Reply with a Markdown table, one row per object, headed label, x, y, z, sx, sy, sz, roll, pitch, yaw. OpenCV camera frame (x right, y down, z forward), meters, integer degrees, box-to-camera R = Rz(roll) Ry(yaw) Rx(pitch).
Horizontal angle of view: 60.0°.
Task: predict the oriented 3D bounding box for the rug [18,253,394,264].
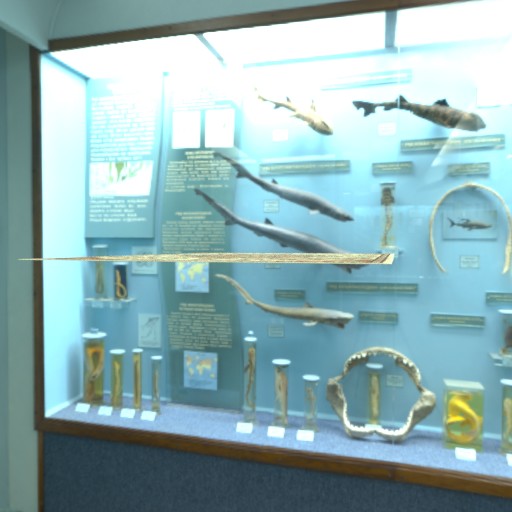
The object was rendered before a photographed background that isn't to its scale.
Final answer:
| label | x | y | z | sx | sy | sz | roll | pitch | yaw |
| --- | --- | --- | --- | --- | --- | --- | --- | --- | --- |
| rug | 0.000 | 0.000 | 4.129 | 2.454 | 0.005 | 3.067 | 0 | 1 | 18 |
